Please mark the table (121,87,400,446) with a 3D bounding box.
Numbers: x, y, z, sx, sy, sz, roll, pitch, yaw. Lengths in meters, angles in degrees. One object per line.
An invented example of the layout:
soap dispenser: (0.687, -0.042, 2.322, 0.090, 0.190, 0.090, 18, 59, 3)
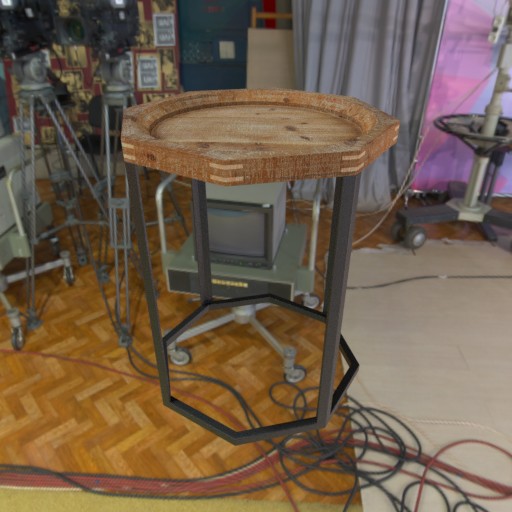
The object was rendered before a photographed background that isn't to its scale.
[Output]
table: (0.000, 0.000, 0.867, 0.458, 0.543, 0.458, -20, 37, -30)
